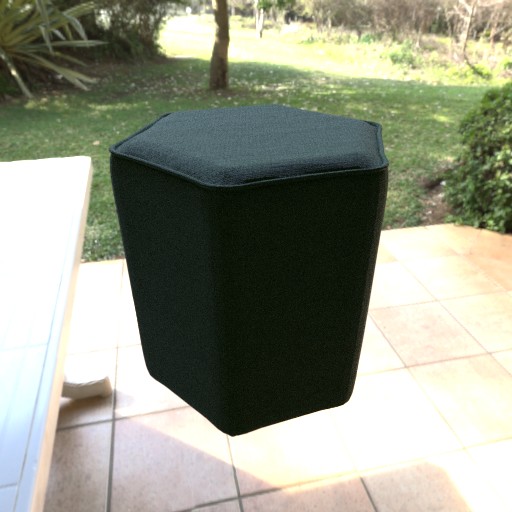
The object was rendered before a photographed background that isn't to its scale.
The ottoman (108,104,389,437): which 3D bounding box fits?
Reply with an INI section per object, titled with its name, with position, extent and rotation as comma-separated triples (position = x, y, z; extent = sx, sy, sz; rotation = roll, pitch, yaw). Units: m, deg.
[ottoman]
position = 0.000, 0.000, 0.888
extent = 0.499, 0.507, 0.444
rotation = -10, 32, -16
